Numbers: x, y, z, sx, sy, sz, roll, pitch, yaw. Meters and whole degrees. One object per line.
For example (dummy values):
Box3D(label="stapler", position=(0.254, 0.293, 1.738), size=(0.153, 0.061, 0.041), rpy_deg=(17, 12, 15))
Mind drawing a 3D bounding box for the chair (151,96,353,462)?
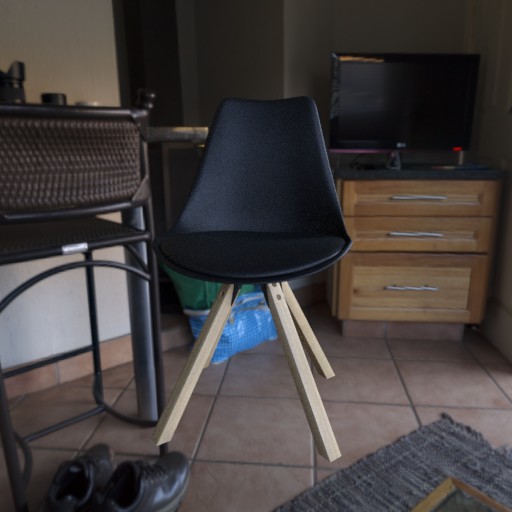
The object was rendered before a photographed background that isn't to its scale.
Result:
Box3D(label="chair", position=(0.000, 0.000, 1.172), size=(0.485, 0.850, 0.549), rpy_deg=(2, 14, 8))
